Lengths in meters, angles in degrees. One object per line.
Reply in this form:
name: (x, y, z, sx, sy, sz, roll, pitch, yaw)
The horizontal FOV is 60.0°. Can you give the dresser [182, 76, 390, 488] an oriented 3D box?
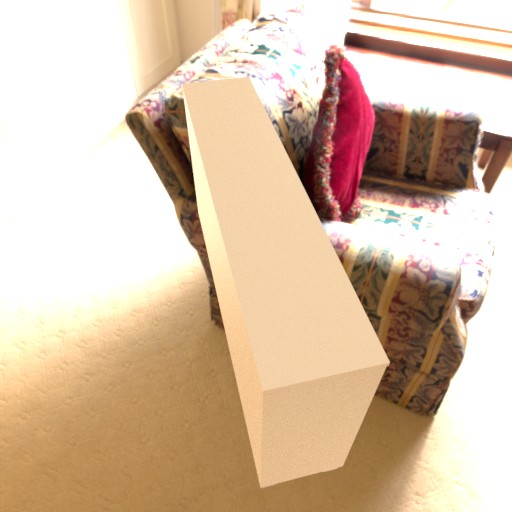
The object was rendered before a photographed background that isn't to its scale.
dresser: (0.000, 0.000, 1.843, 0.333, 0.790, 1.535, -10, 48, -9)
